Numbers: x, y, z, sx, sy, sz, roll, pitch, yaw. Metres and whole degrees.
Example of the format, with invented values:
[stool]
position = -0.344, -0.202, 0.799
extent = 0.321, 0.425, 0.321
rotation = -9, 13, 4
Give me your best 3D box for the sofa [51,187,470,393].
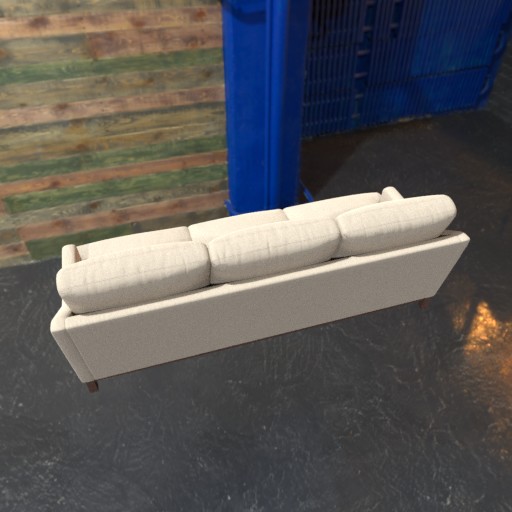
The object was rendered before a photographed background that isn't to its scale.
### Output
[sofa]
position = 0.000, 0.000, 2.815
extent = 2.321, 0.913, 1.000
rotation = -12, 43, -13
